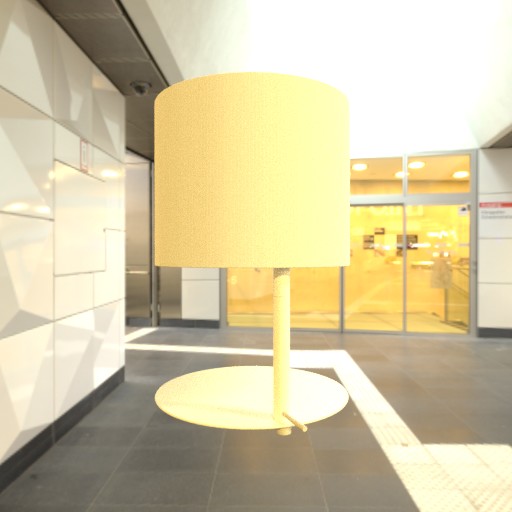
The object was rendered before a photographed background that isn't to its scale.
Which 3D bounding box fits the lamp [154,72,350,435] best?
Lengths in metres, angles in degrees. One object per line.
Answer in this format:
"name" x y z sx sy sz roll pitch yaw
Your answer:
"lamp" 0.000 0.000 0.678 0.299 0.454 0.341 0 0 -18
